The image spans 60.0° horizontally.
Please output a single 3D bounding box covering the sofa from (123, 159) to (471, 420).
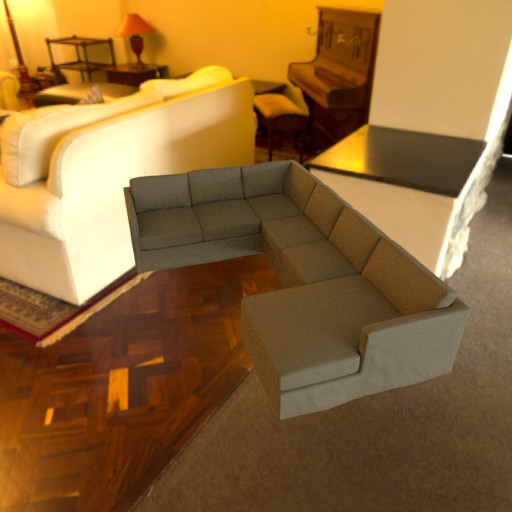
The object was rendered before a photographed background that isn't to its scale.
[{"bbox_3d":[0.000,0.000,4.645,2.427,0.882,3.460,-10,32,-16],"label":"sofa"}]
